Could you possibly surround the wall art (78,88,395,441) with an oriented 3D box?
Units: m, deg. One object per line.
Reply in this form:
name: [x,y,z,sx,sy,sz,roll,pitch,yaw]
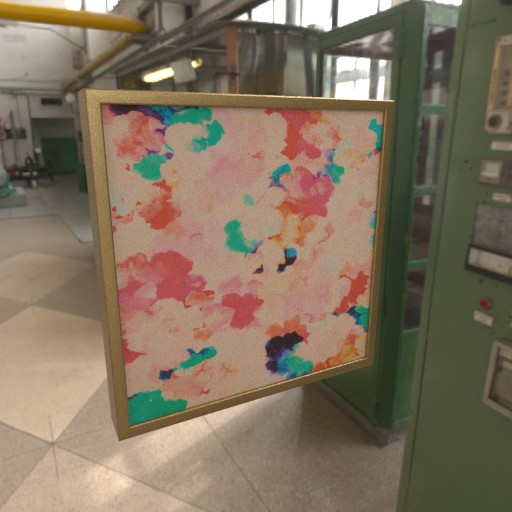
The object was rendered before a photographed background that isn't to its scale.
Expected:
wall art: [0.000,0.000,0.450,0.304,0.305,0.038,-8,18,-26]
